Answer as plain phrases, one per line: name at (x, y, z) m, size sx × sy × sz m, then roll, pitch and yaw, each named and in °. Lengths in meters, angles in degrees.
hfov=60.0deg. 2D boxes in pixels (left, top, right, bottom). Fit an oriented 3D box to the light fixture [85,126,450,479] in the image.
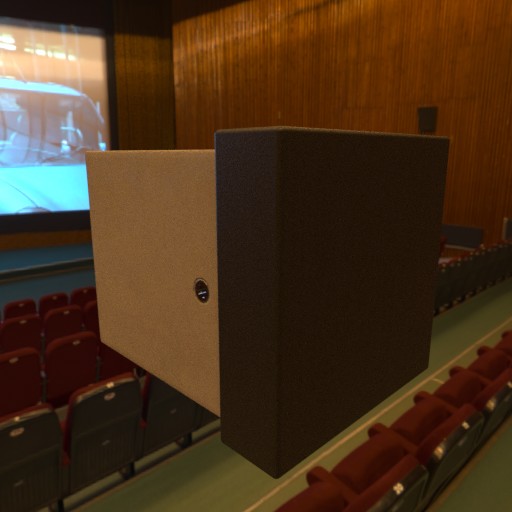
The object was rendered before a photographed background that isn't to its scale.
light fixture at (0.000, 0.000, 0.233) m, size 0.121 × 0.121 × 0.143 m, roll -12°, pitch 18°, yaw -43°
